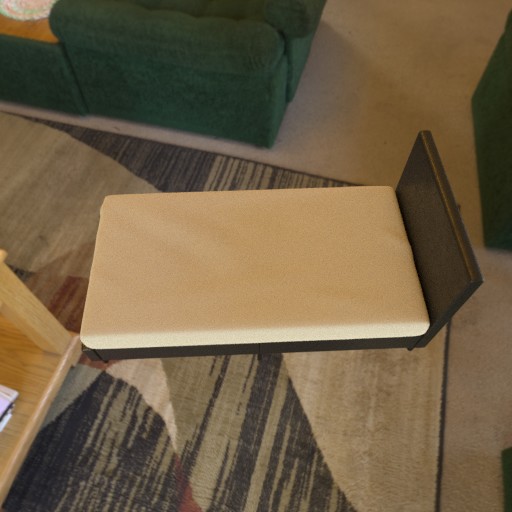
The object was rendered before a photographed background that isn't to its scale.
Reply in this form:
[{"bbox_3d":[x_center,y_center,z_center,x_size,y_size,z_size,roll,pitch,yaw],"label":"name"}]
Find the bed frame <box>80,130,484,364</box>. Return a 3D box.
[{"bbox_3d":[0.000,0.000,2.605,2.152,1.046,1.038,-2,58,-1],"label":"bed frame"}]
